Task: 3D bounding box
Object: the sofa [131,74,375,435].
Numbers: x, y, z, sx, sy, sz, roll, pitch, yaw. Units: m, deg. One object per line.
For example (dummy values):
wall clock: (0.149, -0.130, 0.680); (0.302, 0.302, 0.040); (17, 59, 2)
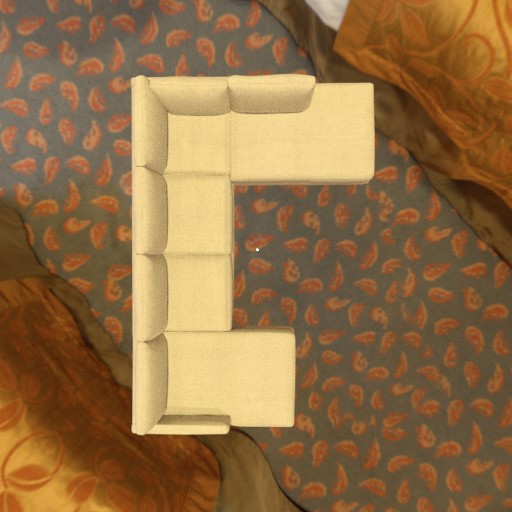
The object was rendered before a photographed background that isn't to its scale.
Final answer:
sofa: (0.000, 0.000, 3.502); (1.879, 0.756, 2.737); (0, 91, 0)
